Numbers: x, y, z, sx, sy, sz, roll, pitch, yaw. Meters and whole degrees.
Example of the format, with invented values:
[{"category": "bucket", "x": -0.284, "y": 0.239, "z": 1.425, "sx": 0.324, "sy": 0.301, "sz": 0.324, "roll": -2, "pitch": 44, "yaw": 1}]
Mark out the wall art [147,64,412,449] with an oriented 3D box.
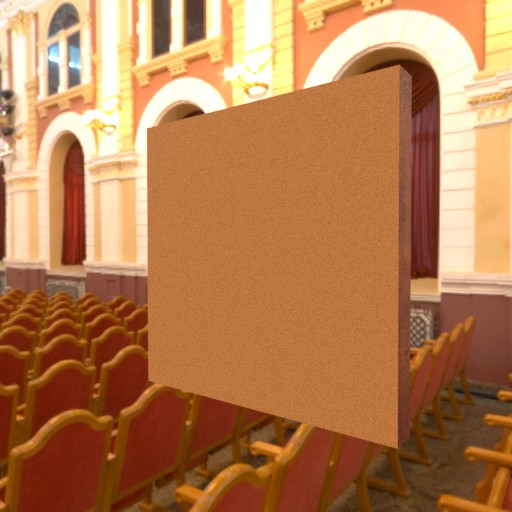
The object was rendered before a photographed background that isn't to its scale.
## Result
[{"category": "wall art", "x": 0.000, "y": 0.000, "z": 0.576, "sx": 0.386, "sy": 0.385, "sz": 0.038, "roll": 1, "pitch": 1, "yaw": 37}]
